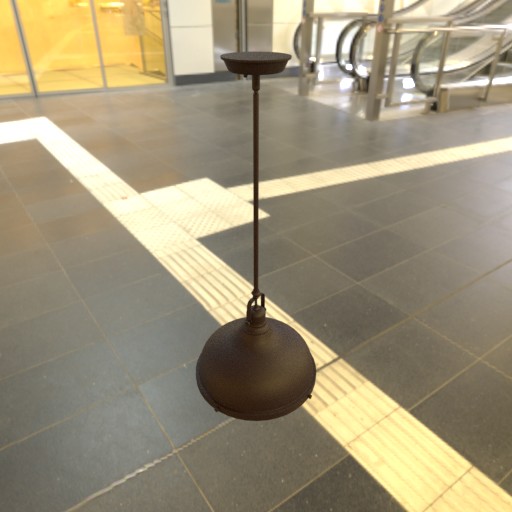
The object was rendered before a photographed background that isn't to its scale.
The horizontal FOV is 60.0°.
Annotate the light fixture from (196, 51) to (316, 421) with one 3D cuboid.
[{"bbox_3d":[0.000,0.000,1.024,0.341,0.849,0.341,20,36,30],"label":"light fixture"}]
